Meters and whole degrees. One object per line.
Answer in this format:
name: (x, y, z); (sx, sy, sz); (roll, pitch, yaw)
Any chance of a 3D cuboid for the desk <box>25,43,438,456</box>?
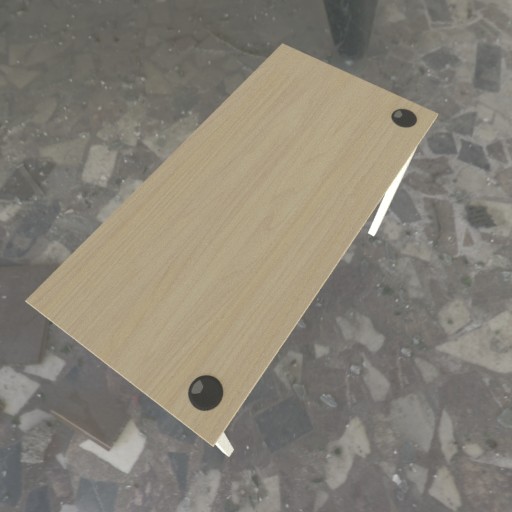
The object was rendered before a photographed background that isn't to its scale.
desk: (0.000, 0.000, 1.607); (0.600, 0.750, 1.200); (31, 67, 15)
